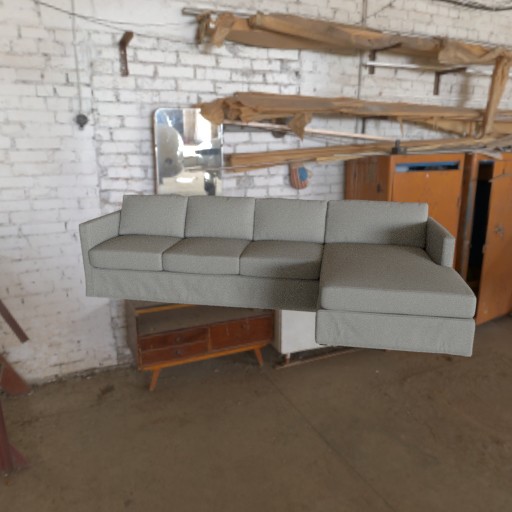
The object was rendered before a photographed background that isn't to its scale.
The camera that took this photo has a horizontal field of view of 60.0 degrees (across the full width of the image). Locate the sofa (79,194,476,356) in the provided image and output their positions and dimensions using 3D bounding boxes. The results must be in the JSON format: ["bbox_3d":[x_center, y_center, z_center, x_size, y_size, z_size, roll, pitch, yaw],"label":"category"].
[{"bbox_3d":[0.000,0.000,3.836,3.177,0.867,1.622,3,15,10],"label":"sofa"}]
